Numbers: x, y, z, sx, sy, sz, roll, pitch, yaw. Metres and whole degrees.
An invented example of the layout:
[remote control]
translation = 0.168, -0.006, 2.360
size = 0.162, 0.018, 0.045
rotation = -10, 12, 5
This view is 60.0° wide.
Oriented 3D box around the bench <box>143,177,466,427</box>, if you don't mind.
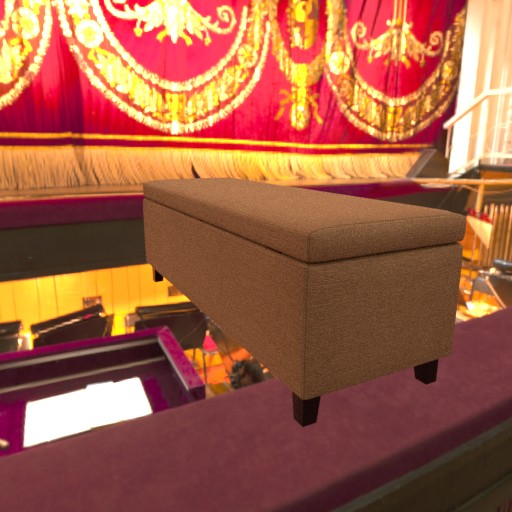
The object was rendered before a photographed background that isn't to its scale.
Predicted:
[bench]
translation = 0.000, 0.000, 1.486
size = 0.446, 0.438, 1.269
rotation = -7, 16, -27
